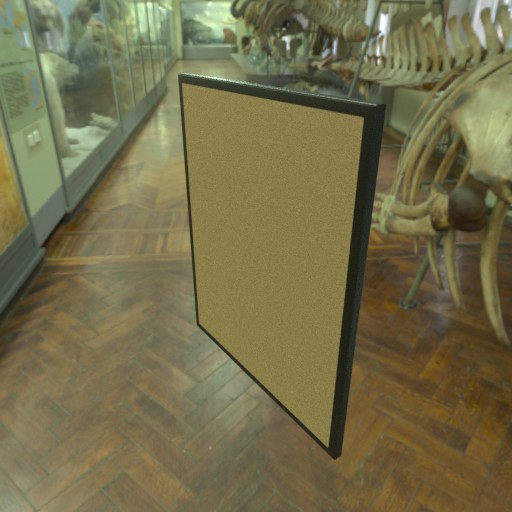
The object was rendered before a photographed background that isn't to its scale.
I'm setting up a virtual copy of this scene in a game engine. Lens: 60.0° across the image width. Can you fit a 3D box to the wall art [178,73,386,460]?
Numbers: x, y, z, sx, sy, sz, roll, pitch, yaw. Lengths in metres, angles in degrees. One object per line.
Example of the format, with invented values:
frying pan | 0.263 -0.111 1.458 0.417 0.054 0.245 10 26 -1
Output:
wall art | 0.000 0.000 0.802 0.018 0.582 0.481 -18 32 -31
